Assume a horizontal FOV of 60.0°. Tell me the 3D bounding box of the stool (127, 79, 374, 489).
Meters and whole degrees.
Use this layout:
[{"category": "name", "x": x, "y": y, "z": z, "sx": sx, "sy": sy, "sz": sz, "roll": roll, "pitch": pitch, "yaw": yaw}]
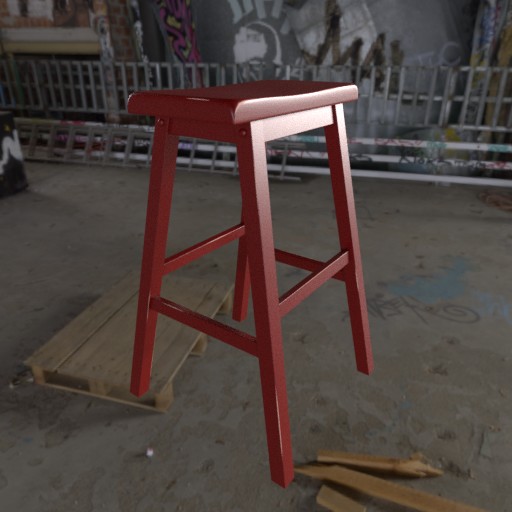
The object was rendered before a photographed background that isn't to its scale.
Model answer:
[{"category": "stool", "x": 0.000, "y": 0.000, "z": 1.031, "sx": 0.476, "sy": 0.737, "sz": 0.457, "roll": 17, "pitch": 30, "yaw": 32}]
